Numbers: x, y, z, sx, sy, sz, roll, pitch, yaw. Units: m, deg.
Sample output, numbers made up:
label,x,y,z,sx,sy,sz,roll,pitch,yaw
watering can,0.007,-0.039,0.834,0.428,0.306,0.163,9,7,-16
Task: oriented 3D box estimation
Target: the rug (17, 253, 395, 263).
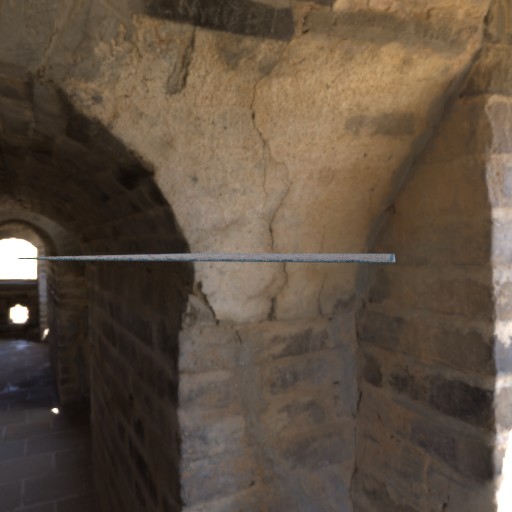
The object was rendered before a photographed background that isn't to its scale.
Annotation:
label,x,y,z,sx,sy,sz,roll,pitch,yaw
rug,0.000,0.000,4.089,2.441,0.016,3.050,0,1,17
